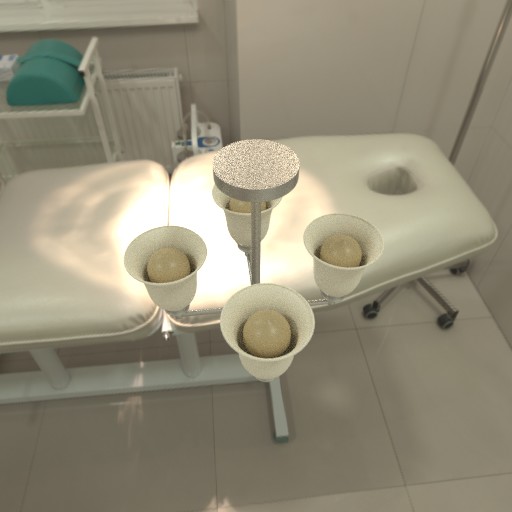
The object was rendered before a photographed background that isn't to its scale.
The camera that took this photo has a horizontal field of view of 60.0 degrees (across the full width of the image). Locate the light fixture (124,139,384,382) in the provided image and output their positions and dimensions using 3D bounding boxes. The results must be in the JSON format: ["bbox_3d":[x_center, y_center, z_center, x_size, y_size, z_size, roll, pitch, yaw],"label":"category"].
[{"bbox_3d":[0.000,0.000,0.744,0.427,0.370,0.427,-5,46,-4],"label":"light fixture"}]
